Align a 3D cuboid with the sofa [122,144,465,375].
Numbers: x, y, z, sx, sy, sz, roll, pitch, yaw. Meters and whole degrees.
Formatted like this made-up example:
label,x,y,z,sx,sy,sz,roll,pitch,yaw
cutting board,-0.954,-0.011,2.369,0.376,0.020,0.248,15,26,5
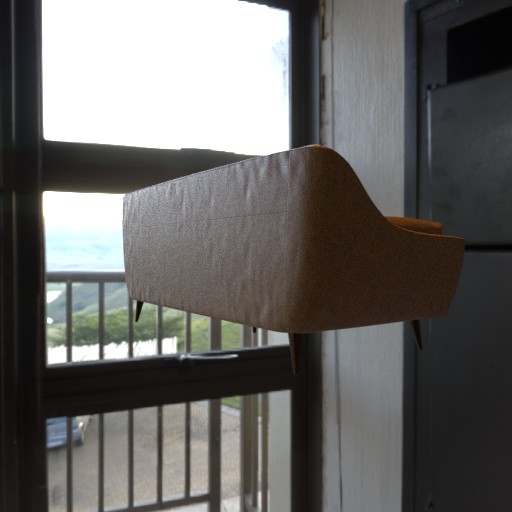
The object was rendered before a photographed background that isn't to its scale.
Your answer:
label,x,y,z,sx,sy,sz,roll,pitch,yaw
sofa,0.000,0.000,2.419,0.904,0.839,1.902,0,1,-37
